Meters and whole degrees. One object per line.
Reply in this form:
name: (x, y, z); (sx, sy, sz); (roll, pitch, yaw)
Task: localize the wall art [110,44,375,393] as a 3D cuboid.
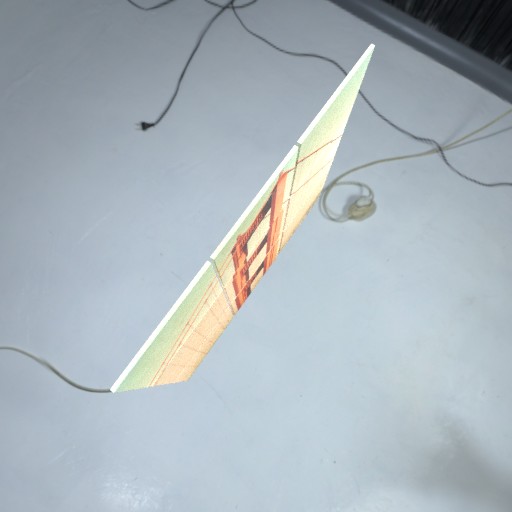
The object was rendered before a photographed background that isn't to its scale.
wall art: (0.000, 0.000, 1.791); (0.013, 1.219, 1.214); (34, 78, 8)
